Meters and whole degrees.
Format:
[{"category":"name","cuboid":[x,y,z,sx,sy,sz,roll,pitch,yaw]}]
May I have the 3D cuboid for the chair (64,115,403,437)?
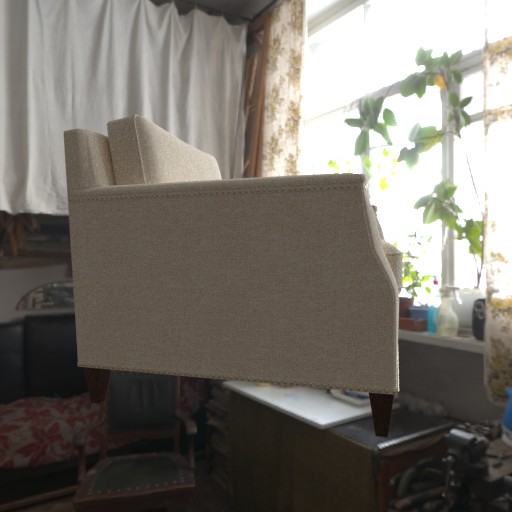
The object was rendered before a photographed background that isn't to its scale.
[{"category":"chair","cuboid":[0.000,0.000,1.662,1.041,0.940,0.838,0,0,18]}]
